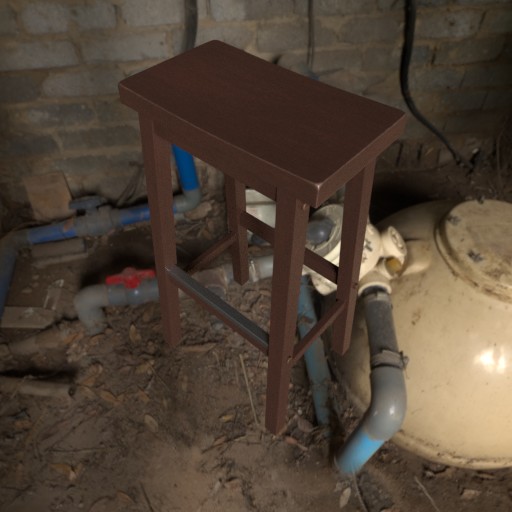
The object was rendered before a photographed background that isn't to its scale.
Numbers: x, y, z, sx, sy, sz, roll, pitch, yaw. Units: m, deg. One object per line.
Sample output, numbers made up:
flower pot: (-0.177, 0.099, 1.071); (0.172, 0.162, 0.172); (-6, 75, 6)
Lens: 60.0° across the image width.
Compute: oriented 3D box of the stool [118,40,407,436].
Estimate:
stool: (0.000, 0.000, 0.966); (0.406, 0.742, 0.322); (33, 56, 26)
